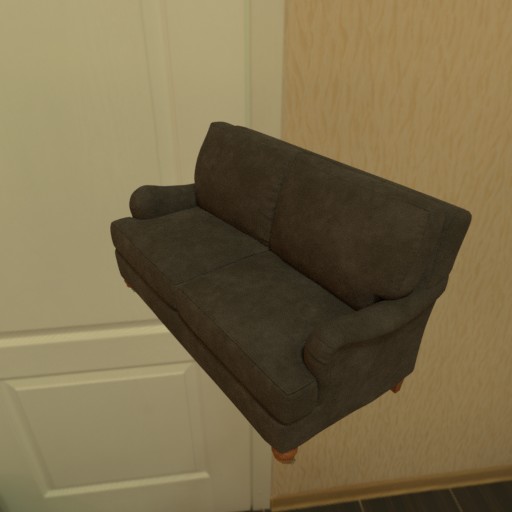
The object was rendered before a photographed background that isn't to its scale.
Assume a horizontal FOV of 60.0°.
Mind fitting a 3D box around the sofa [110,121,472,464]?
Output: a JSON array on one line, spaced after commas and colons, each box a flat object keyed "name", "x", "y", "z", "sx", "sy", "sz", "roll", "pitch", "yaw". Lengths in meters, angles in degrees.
[{"name": "sofa", "x": 0.000, "y": 0.000, "z": 2.516, "sx": 1.084, "sy": 1.101, "sz": 1.853, "roll": -21, "pitch": 37, "yaw": -31}]
